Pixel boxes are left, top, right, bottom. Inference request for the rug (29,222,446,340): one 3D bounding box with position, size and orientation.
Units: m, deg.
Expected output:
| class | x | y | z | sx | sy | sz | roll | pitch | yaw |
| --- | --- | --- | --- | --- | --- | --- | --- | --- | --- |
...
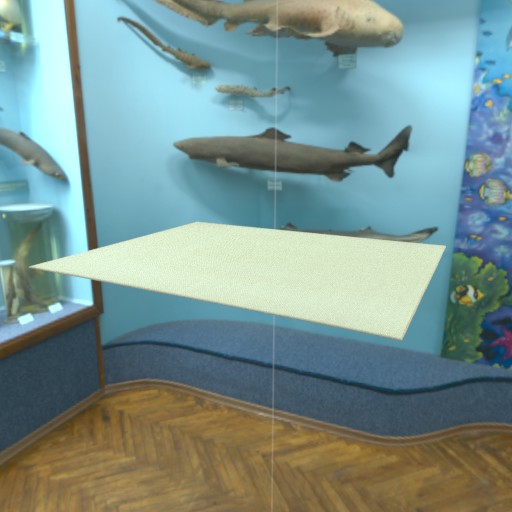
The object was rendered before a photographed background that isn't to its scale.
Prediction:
| class | x | y | z | sx | sy | sz | roll | pitch | yaw |
| --- | --- | --- | --- | --- | --- | --- | --- | --- | --- |
| rug | 0.000 | 0.000 | 4.087 | 3.039 | 0.018 | 2.462 | 7 | 16 | 27 |
